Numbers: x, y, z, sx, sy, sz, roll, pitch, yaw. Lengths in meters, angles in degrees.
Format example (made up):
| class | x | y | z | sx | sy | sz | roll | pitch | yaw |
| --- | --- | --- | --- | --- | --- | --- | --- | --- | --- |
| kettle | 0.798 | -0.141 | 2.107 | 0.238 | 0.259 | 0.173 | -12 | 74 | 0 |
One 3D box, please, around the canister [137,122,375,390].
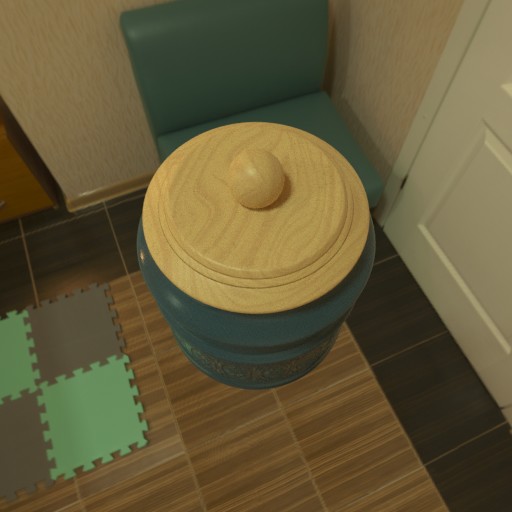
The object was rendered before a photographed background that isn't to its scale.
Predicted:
| class | x | y | z | sx | sy | sz | roll | pitch | yaw |
| --- | --- | --- | --- | --- | --- | --- | --- | --- | --- |
| canister | 0.000 | 0.000 | 0.268 | 0.130 | 0.176 | 0.130 | 0 | 62 | 0 |
